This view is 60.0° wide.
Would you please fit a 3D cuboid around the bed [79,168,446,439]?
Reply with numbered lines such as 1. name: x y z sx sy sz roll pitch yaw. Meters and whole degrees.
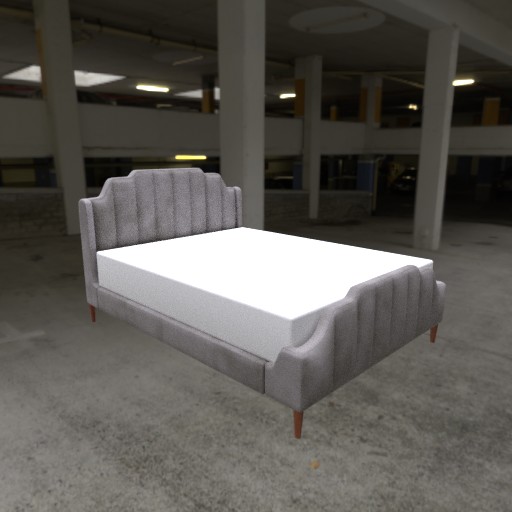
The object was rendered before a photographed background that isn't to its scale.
1. bed: 0.000 0.000 3.394 2.340 1.245 1.676 13 19 43
